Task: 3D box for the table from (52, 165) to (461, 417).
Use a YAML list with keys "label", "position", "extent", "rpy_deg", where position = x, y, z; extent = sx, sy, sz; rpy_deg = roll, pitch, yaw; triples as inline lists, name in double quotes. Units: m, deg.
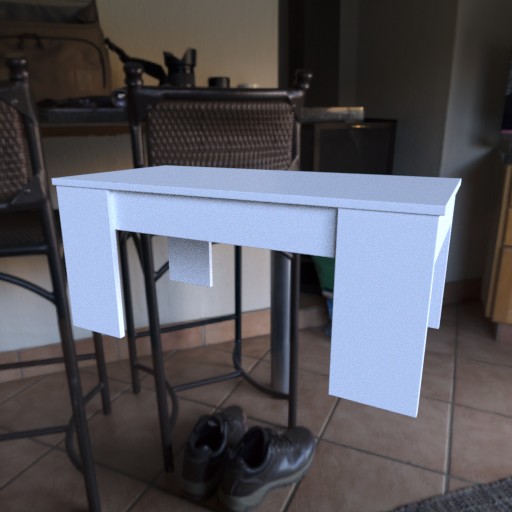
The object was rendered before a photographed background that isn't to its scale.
- label: "table"
  position: [0.000, 0.000, 1.269]
  extent: [1.000, 0.440, 0.500]
  rpy_deg: [8, 18, 26]
